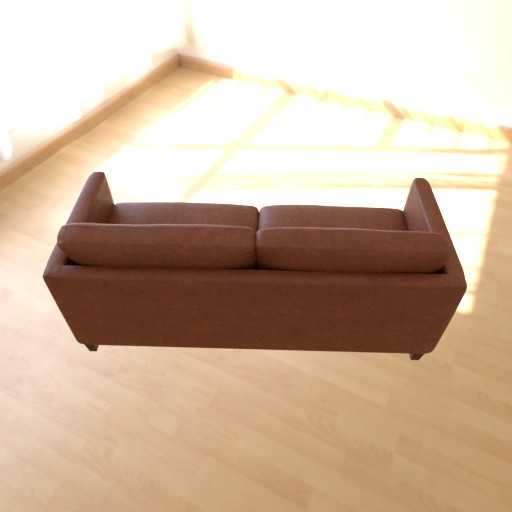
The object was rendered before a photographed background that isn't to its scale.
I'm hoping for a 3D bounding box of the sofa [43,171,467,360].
[{"bbox_3d":[0.000,0.000,2.780,2.204,0.932,0.950,1,47,1],"label":"sofa"}]
